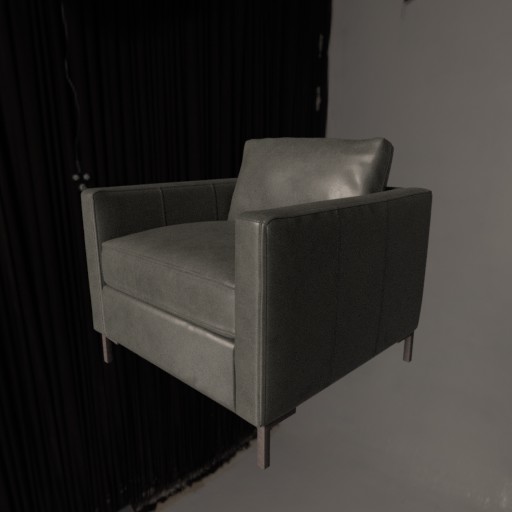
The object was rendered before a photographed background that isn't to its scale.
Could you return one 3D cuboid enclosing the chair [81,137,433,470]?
[{"bbox_3d":[0.000,0.000,1.508,0.967,0.824,0.861,13,19,43],"label":"chair"}]
